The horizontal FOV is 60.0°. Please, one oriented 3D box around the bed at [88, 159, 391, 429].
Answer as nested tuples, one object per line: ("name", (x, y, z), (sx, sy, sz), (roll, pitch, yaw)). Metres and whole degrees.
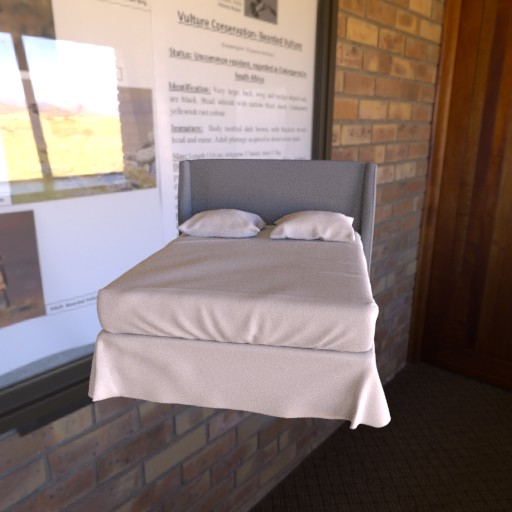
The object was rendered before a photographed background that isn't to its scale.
("bed", (0.000, 0.000, 3.462), (1.925, 1.332, 2.276), (3, 17, 10))
